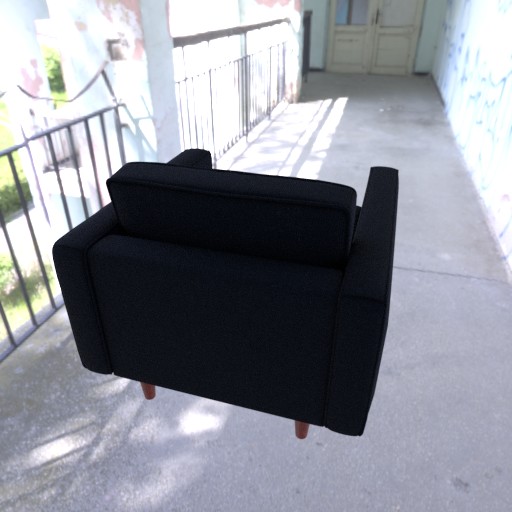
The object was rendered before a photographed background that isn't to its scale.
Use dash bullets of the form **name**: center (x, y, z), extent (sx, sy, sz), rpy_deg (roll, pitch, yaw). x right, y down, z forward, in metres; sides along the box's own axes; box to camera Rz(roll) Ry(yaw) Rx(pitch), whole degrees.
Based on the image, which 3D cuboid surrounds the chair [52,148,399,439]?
- **chair**: center (0.000, 0.000, 1.543), extent (0.899, 0.770, 0.920), rpy_deg (9, 32, 14)
